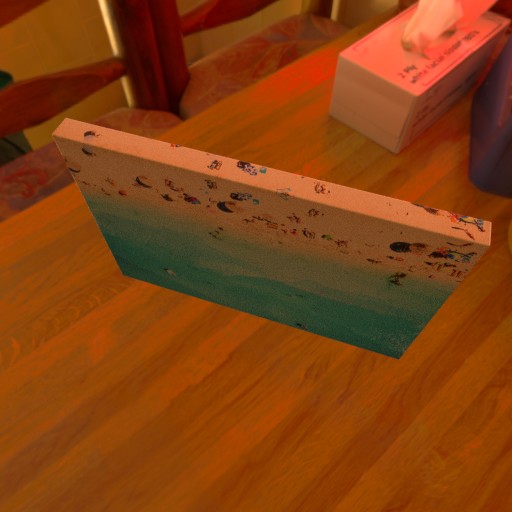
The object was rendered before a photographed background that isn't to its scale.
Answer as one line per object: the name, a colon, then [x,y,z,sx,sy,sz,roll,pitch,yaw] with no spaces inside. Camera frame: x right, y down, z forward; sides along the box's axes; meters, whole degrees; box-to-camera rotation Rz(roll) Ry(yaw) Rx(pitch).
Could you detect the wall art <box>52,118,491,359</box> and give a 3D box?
wall art: [0.000,0.000,0.768,0.609,0.406,0.039,16,59,10]
